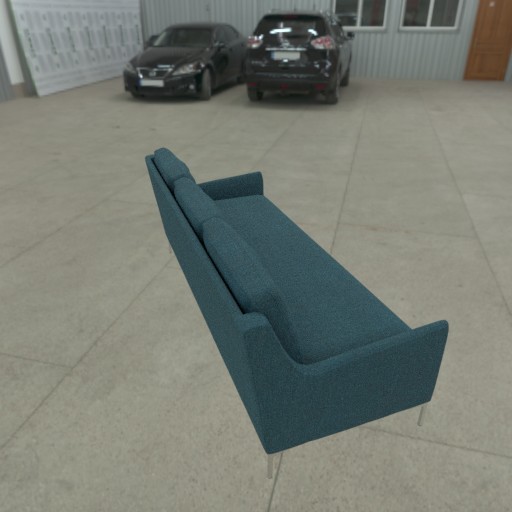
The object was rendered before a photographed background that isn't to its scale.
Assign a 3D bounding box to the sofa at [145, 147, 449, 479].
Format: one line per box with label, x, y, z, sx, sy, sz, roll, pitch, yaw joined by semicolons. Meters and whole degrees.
sofa;0.000;0.000;2.453;0.849;0.837;2.060;-10;30;-18
